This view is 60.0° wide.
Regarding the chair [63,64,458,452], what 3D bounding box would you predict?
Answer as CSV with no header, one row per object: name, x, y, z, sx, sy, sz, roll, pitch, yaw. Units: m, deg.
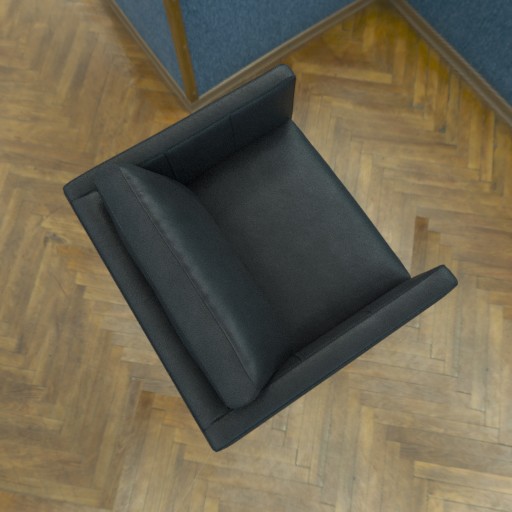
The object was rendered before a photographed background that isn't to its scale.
chair,0.000,0.000,1.589,0.862,0.811,0.939,-32,77,-8
